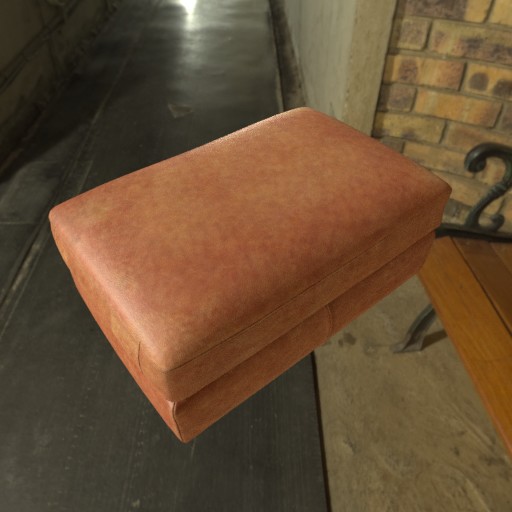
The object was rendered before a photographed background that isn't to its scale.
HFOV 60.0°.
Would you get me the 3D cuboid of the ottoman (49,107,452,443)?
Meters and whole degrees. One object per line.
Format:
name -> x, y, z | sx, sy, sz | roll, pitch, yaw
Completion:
ottoman -> 0.000, 0.000, 1.183 | 0.852, 0.507, 0.565 | -30, 52, -26
